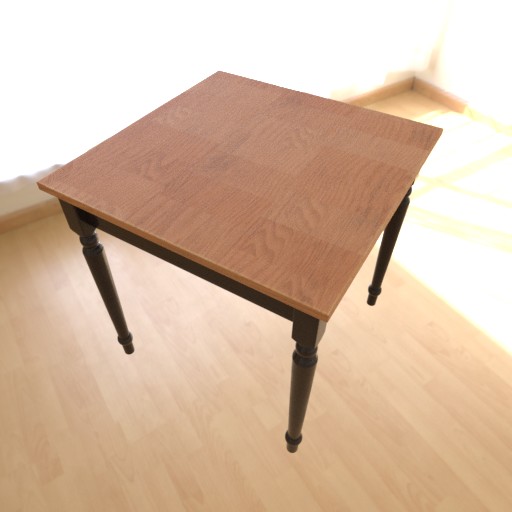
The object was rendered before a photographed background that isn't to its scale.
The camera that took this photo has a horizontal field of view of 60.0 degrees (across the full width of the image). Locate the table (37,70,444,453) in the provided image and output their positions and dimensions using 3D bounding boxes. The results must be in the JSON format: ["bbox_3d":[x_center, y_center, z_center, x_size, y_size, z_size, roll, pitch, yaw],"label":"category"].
[{"bbox_3d":[0.000,0.000,1.383,0.747,0.738,0.747,23,50,22],"label":"table"}]
